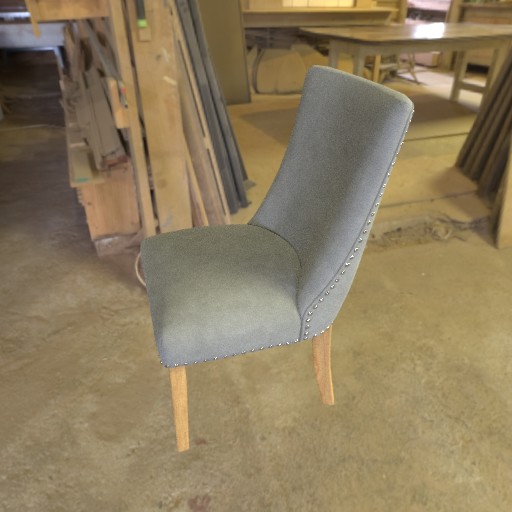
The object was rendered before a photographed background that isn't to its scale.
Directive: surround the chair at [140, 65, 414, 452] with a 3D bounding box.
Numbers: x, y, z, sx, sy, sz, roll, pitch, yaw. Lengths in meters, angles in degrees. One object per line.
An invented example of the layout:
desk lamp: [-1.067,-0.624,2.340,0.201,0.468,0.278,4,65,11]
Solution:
chair: [0.000,0.000,1.230,0.610,0.902,0.495,-9,33,-15]
